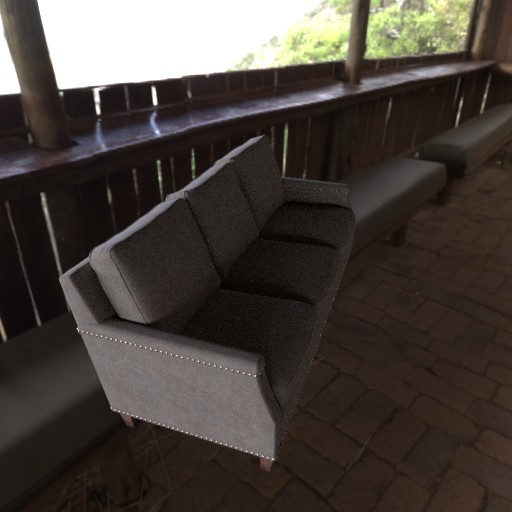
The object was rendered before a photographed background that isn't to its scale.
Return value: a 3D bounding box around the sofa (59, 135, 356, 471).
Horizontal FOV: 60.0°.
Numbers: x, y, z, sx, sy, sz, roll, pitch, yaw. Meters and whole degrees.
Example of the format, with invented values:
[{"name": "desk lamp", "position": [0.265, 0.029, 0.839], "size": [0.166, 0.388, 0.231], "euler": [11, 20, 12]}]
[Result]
[{"name": "sofa", "position": [0.000, 0.000, 2.841], "size": [1.034, 1.042, 2.226], "euler": [10, 31, 17]}]
